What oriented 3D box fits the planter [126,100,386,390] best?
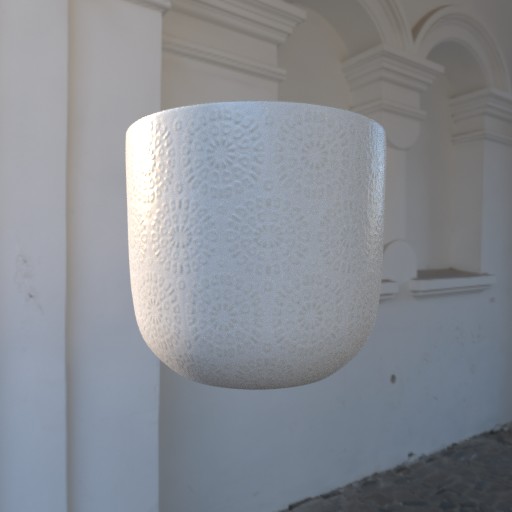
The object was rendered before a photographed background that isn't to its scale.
[{"bbox_3d":[0.000,0.000,0.370,0.208,0.190,0.208,0,1,0],"label":"planter"}]
